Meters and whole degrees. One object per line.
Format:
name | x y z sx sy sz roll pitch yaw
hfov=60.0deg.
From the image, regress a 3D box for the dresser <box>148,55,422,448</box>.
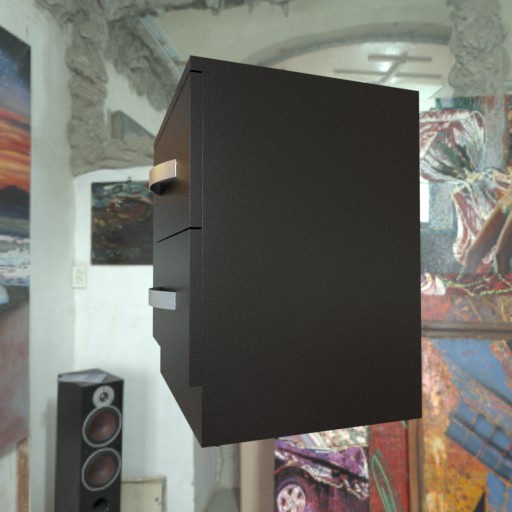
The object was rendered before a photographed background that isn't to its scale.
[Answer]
dresser | 0.000 0.000 0.764 0.360 0.470 0.400 0 -1 -19
